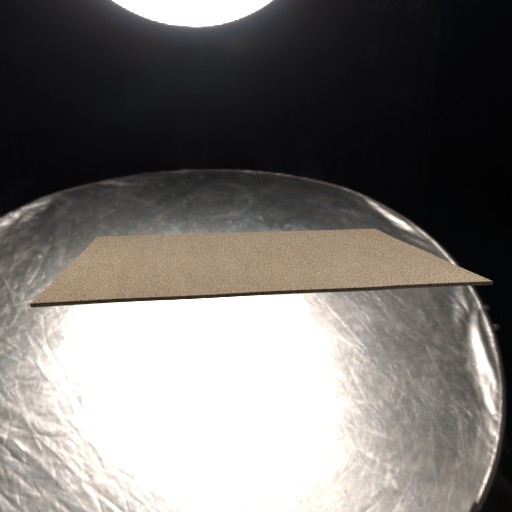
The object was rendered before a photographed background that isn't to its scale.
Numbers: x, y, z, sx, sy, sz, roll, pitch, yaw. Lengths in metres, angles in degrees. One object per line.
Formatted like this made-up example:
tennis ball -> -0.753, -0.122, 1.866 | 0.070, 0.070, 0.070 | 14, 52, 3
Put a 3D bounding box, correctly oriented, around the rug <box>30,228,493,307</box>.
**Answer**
rug -> 0.000, 0.000, 3.412 | 2.699, 0.025, 1.800 | -2, 14, -8
